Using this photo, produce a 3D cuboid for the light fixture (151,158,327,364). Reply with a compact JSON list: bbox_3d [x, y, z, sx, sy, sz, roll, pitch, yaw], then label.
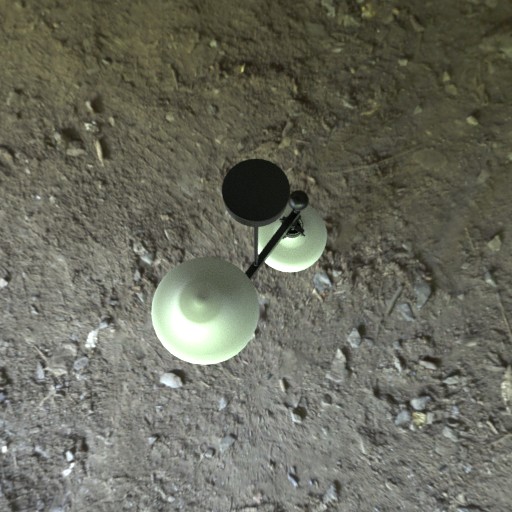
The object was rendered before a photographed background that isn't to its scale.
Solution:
[{"bbox_3d":[0.000,0.000,1.021,0.422,0.743,0.489,-1,74,0],"label":"light fixture"}]
